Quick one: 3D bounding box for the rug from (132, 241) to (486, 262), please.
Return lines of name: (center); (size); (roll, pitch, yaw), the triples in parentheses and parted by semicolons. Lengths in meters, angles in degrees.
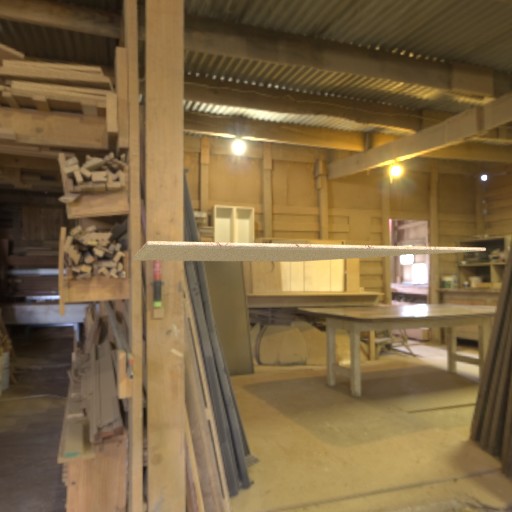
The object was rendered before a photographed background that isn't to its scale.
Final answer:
rug: (0.000, 0.000, 2.923); (1.528, 0.014, 2.292); (1, -2, -17)
